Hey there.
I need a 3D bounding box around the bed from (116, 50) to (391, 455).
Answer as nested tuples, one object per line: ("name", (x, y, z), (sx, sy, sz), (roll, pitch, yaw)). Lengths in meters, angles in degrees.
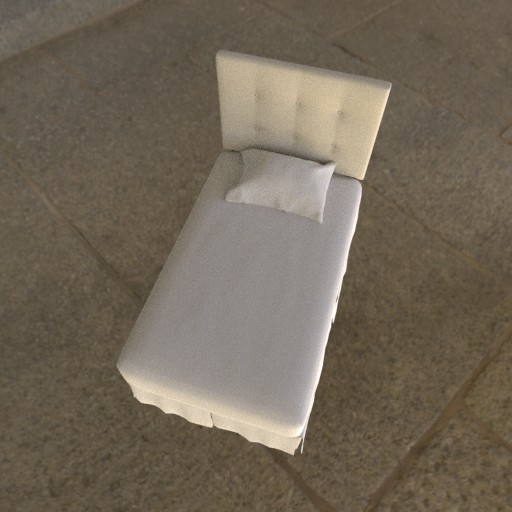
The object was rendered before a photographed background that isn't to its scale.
("bed", (0.000, 0.000, 2.957), (1.261, 1.571, 1.997), (15, 59, 9))
